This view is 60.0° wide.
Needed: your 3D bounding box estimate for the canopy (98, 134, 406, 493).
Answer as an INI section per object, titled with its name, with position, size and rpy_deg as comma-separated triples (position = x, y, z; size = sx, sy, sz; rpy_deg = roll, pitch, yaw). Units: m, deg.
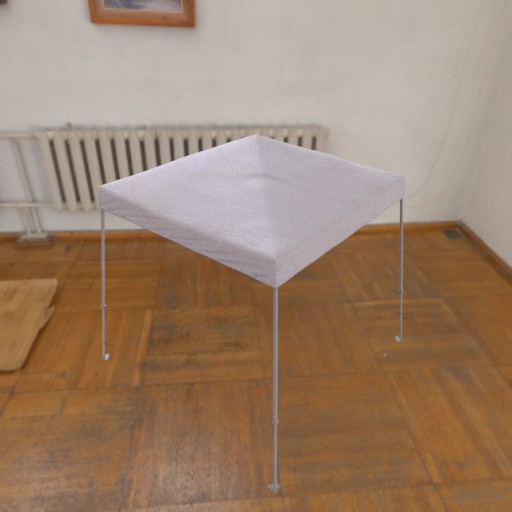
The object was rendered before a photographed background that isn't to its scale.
[canopy]
position = 0.000, 0.000, 5.206
size = 2.850, 2.850, 2.849
rpy_deg = 23, 37, 34
